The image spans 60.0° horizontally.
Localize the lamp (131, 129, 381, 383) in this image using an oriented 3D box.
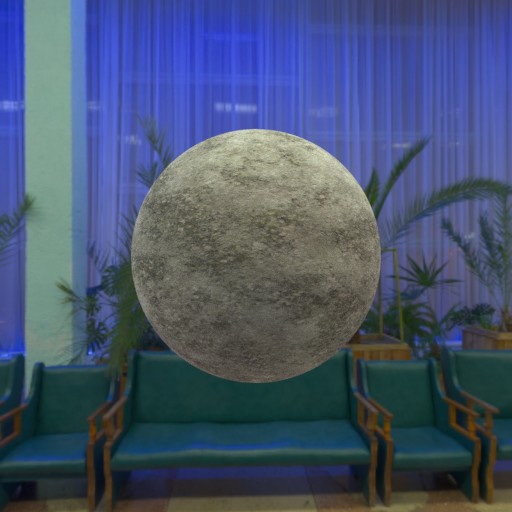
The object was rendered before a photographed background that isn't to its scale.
[{"bbox_3d":[0.000,0.000,0.778,0.422,0.429,0.422,0,0,0],"label":"lamp"}]
